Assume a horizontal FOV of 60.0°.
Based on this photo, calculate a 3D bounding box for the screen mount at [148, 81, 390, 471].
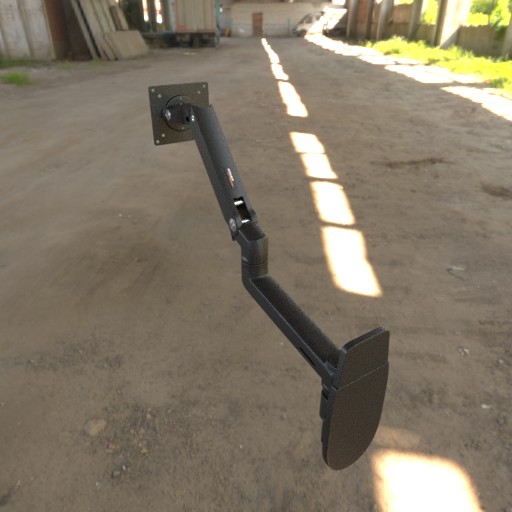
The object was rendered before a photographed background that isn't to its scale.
[{"bbox_3d":[0.000,0.000,0.711,0.115,0.466,0.495,-17,33,-29],"label":"screen mount"}]
